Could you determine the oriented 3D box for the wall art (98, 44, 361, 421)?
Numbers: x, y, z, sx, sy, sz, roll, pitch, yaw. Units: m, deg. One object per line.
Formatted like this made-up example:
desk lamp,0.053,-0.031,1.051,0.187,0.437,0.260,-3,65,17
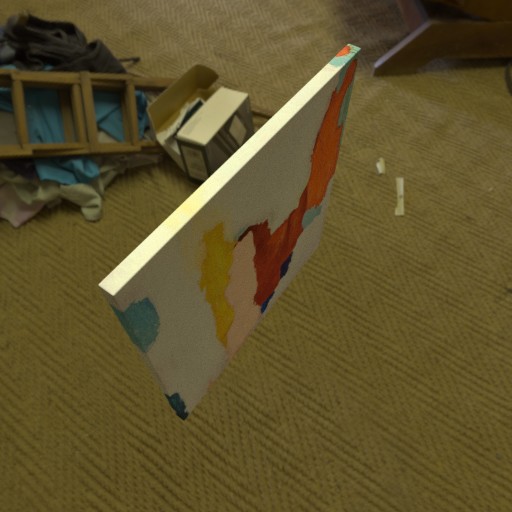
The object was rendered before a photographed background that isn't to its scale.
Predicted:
wall art,0.000,0.000,1.516,0.044,1.017,1.017,31,62,19
